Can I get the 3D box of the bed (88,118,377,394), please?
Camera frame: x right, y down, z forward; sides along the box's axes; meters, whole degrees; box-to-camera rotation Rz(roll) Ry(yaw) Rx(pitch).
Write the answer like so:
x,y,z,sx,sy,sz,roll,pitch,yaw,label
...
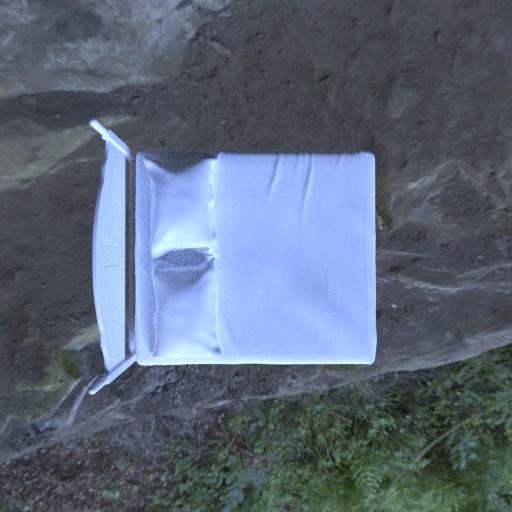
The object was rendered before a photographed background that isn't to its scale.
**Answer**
x,y,z,sx,sy,sz,roll,pitch,yaw,label
0.000,0.000,3.315,2.040,1.356,1.873,0,89,-1,bed
